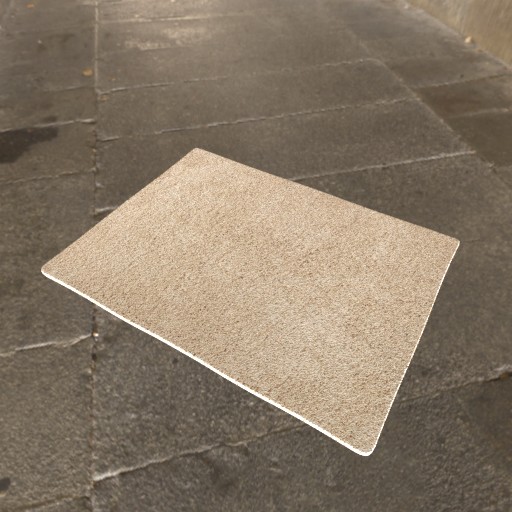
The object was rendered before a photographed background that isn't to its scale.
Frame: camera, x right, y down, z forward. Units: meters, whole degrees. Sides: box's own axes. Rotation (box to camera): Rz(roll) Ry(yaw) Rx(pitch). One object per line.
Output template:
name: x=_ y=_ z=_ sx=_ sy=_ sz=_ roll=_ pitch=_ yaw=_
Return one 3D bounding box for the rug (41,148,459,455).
rug: x=0.000 y=0.000 z=2.096 sx=1.600 sy=0.025 sz=1.199 roll=24 pitch=50 yaw=21
